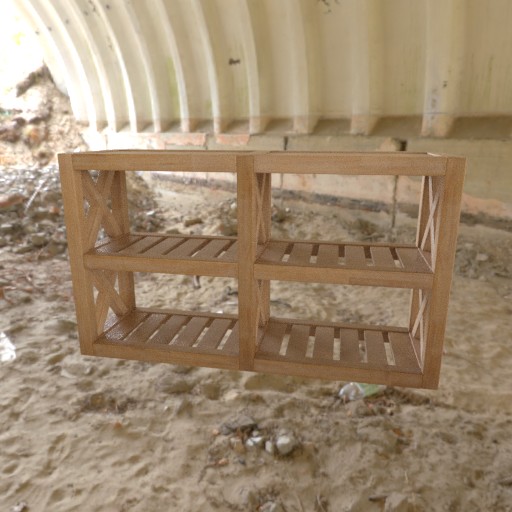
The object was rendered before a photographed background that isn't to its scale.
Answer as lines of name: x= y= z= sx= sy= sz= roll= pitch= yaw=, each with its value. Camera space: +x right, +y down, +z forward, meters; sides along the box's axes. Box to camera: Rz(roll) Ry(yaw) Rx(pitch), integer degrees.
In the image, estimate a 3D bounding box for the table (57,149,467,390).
table: x=0.000 y=0.000 z=1.673 sx=1.320 sy=0.762 sz=0.381 roll=3 pitch=16 yaw=10
